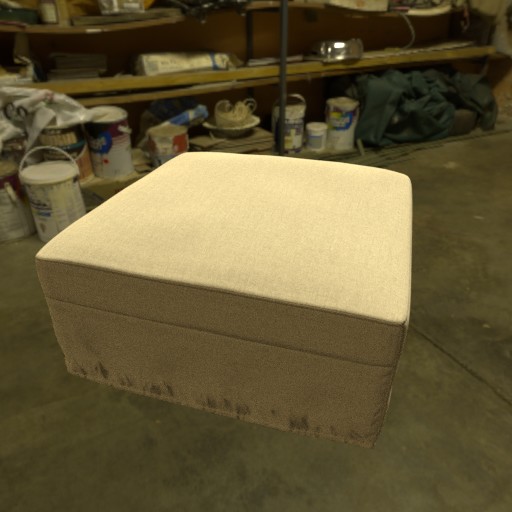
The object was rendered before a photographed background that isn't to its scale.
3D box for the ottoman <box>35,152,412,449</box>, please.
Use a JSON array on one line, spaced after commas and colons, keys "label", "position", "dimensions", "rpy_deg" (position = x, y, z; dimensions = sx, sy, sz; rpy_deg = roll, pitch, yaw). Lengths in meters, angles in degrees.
[{"label": "ottoman", "position": [0.000, 0.000, 1.316], "dimensions": [0.843, 0.436, 0.840], "rpy_deg": [9, 32, 15]}]
